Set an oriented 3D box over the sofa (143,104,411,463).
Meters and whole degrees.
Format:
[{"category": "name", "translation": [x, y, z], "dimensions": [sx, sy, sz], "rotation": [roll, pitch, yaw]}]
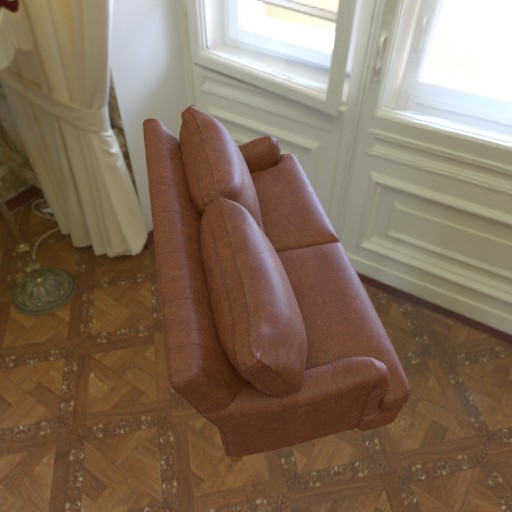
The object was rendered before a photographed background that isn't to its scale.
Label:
[{"category": "sofa", "translation": [0.000, 0.000, 2.775], "dimensions": [1.147, 1.071, 2.144], "rotation": [-9, 47, -9]}]
